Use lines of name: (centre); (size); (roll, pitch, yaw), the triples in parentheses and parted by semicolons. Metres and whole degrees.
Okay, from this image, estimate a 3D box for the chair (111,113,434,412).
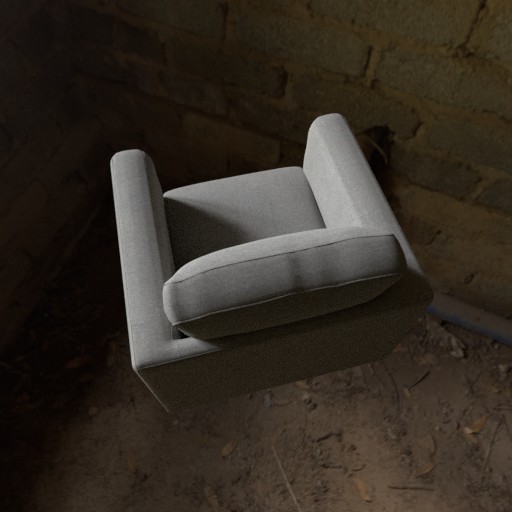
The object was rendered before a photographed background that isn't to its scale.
chair: (0.000, 0.000, 1.571); (0.855, 0.927, 0.800); (-12, 60, -7)
